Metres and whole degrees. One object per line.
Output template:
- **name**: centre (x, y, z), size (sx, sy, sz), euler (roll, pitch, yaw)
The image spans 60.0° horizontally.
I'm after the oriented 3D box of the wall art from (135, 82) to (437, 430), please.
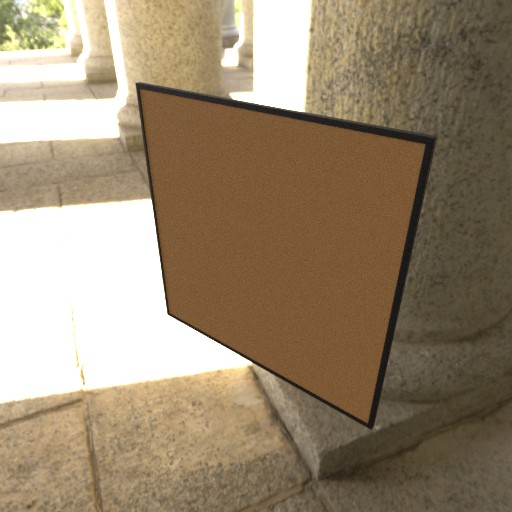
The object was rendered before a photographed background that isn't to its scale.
- **wall art**: centre (0.000, 0.000, 0.995), size (0.664, 0.663, 0.015), euler (22, 38, 31)
